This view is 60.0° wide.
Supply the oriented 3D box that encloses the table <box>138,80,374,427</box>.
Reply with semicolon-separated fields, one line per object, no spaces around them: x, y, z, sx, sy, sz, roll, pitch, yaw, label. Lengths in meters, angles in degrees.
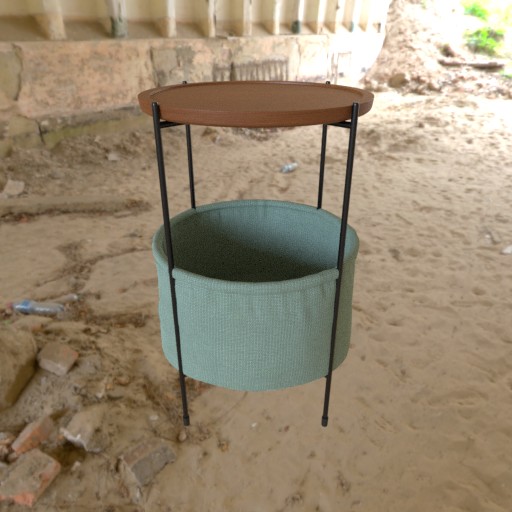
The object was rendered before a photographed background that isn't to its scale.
0.000;0.000;0.882;0.400;0.623;0.400;0;27;0;table
